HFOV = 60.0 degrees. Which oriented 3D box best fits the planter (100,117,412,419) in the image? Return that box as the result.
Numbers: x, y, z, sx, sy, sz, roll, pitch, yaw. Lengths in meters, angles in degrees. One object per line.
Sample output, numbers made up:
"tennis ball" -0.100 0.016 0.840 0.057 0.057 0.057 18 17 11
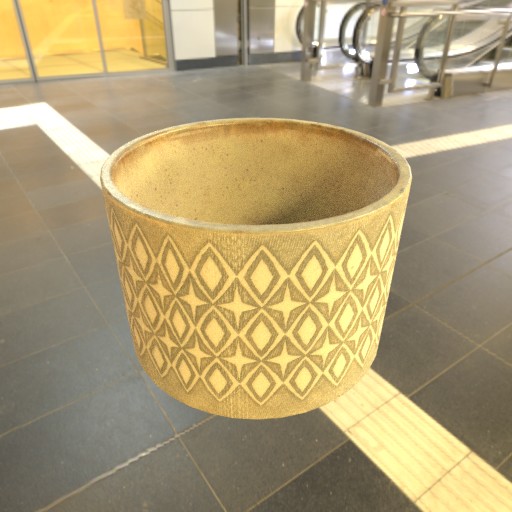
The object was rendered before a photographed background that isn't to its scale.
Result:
"planter" 0.000 0.000 0.314 0.186 0.144 0.186 0 32 0
